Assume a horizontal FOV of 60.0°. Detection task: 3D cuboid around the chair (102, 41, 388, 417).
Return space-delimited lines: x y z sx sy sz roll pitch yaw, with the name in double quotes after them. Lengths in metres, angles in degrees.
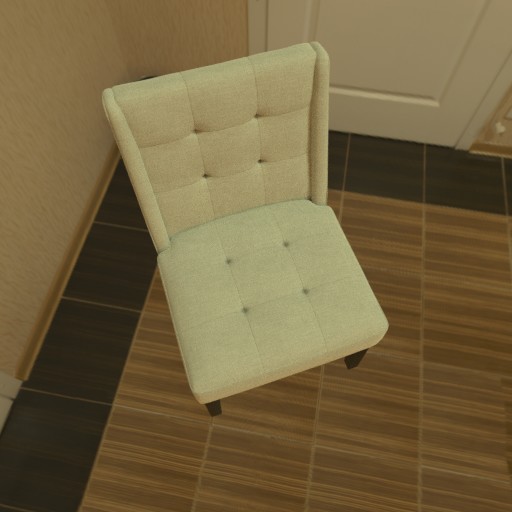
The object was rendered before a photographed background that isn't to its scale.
0.000 0.000 1.301 0.569 0.853 0.676 -17 64 -8 "chair"
